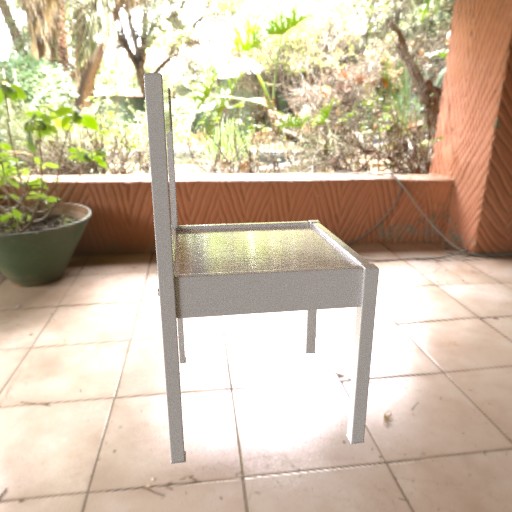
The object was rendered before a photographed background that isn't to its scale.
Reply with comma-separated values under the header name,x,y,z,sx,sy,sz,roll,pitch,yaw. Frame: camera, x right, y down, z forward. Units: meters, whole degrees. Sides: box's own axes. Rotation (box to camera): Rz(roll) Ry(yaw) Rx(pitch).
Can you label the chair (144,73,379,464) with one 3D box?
name,x,y,z,sx,sy,sz,roll,pitch,yaw
chair,0.000,0.000,0.694,0.285,0.505,0.285,-3,18,-8
